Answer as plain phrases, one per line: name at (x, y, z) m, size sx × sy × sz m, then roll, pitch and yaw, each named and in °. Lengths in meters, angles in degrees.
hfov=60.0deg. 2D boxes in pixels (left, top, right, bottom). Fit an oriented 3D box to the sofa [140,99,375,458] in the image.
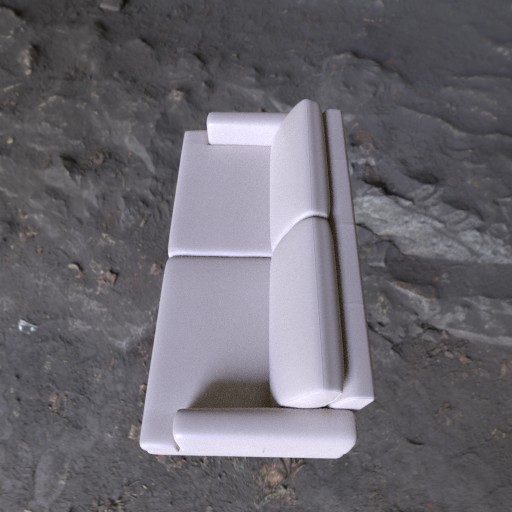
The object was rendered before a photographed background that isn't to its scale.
sofa at (0.000, 0.000, 2.376) m, size 0.974 × 0.765 × 1.940 m, roll 1°, pitch 59°, yaw 1°
